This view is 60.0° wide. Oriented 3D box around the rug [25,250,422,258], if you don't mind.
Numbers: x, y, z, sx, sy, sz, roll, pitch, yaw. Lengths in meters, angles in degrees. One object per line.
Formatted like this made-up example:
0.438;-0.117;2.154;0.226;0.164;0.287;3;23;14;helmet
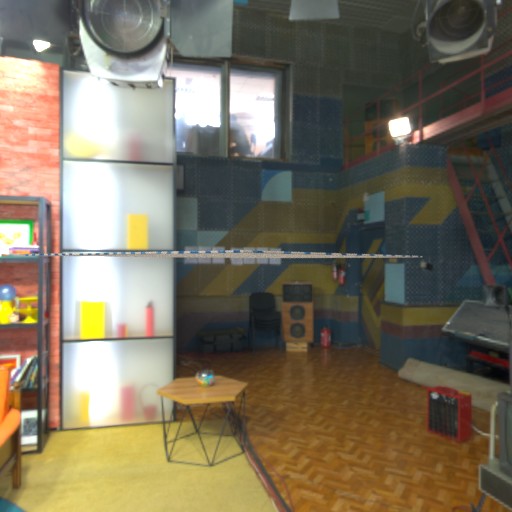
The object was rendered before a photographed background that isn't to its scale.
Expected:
0.000;0.000;2.360;1.225;0.008;1.830;0;-1;36;rug
